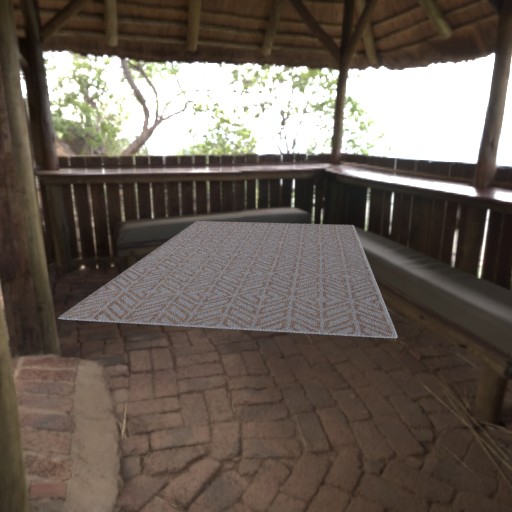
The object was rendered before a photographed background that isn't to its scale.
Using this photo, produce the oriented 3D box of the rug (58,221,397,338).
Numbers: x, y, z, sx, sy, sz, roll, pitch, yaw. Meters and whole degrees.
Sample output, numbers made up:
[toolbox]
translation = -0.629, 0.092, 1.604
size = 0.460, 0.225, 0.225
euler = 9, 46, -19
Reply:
[rug]
translation = 0.000, 0.000, 3.103
size = 1.523, 0.008, 2.438
euler = 2, 15, 7
